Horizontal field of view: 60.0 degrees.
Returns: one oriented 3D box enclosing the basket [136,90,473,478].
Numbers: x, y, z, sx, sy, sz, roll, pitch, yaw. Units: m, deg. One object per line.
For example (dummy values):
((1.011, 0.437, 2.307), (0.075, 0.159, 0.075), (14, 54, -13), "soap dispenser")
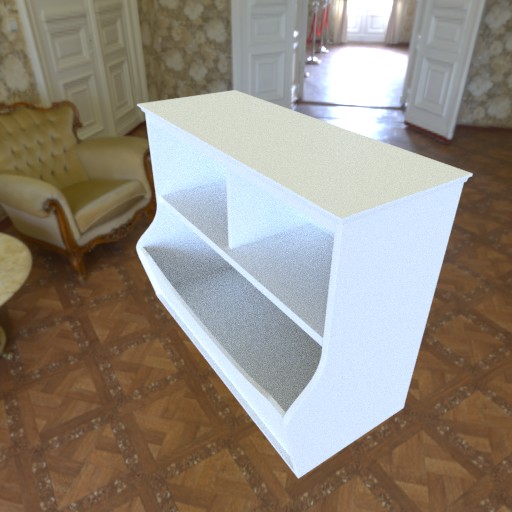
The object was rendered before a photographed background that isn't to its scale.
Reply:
((0.000, 0.000, 1.126), (0.376, 0.625, 0.792), (-20, 37, -28), "basket")
